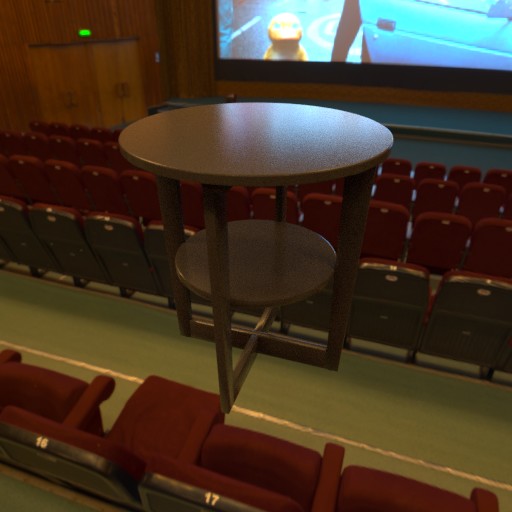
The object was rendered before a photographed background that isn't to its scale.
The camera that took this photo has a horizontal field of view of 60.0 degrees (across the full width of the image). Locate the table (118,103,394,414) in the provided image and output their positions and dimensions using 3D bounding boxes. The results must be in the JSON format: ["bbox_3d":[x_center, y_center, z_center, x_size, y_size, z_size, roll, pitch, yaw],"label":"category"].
[{"bbox_3d":[0.000,0.000,0.971,0.500,0.550,0.500,0,30,0],"label":"table"}]
